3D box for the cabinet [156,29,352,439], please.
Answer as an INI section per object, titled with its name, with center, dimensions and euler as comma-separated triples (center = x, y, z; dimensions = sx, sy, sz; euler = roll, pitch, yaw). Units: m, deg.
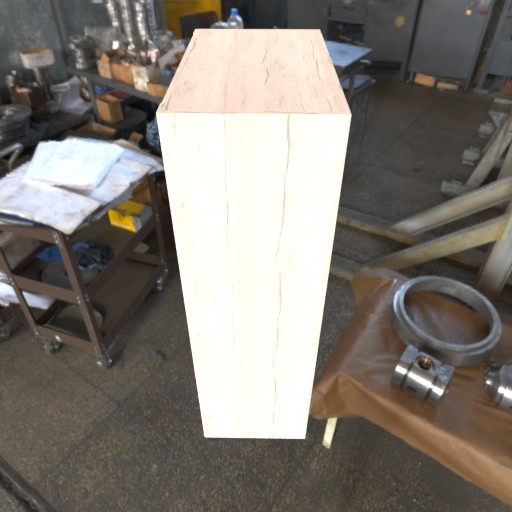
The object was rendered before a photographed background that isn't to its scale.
[cabinet]
center = 0.000, 0.000, 2.307
dimensions = 0.580, 1.930, 0.980
euler = 1, 40, 1
